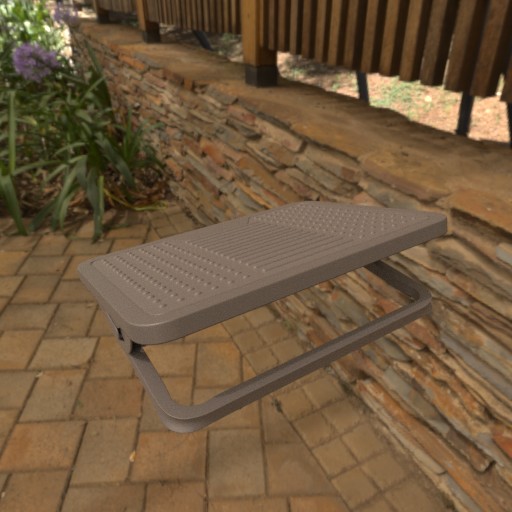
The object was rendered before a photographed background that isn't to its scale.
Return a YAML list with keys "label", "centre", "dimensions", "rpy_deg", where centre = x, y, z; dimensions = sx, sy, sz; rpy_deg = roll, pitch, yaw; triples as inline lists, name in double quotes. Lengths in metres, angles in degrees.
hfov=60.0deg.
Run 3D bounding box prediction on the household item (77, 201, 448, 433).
- label: "household item"
  centre: [0.000, 0.000, 0.560]
  dimensions: [0.390, 0.126, 0.301]
  rpy_deg: [-18, 36, -27]
